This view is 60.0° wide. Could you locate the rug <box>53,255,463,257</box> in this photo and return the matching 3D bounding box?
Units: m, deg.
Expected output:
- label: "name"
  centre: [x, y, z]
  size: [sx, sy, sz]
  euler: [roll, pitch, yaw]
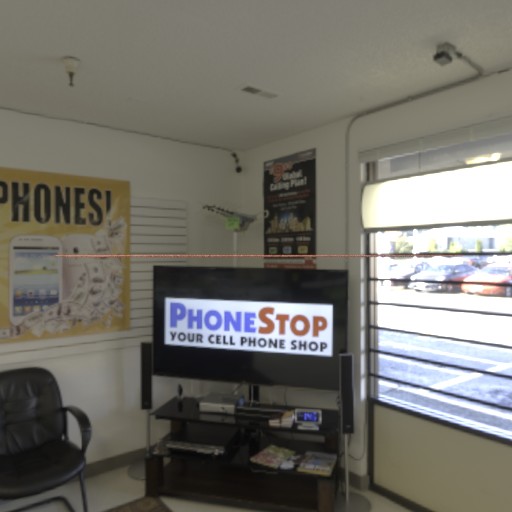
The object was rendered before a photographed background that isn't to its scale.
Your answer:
- label: "rug"
  centre: [0.000, 0.000, 2.839]
  size: [2.112, 0.009, 1.594]
  euler: [0, 0, -36]
